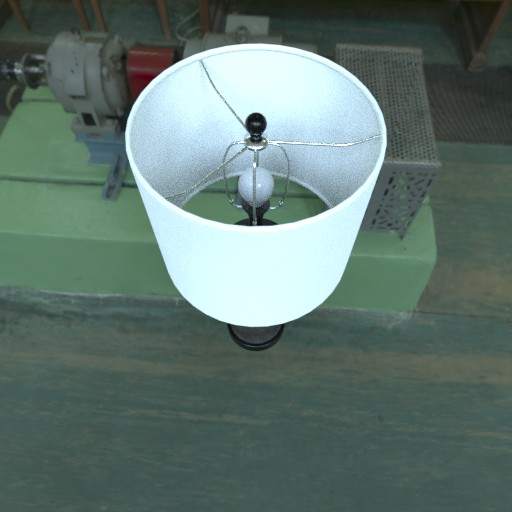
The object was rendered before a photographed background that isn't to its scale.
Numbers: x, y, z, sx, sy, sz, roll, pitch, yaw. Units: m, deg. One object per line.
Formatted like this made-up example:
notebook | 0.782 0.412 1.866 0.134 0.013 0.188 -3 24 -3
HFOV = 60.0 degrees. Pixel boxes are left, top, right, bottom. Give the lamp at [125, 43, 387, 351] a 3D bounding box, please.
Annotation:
lamp | 0.000 0.000 0.783 0.305 0.634 0.305 2 59 1
